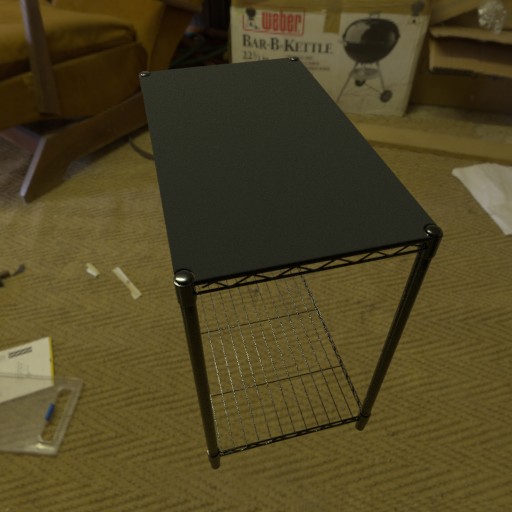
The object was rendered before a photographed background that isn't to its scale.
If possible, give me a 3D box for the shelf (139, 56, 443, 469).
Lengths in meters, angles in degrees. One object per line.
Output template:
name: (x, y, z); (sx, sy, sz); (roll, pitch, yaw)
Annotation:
shelf: (0.000, 0.000, 0.916); (0.338, 0.564, 0.589); (-10, 46, -10)
